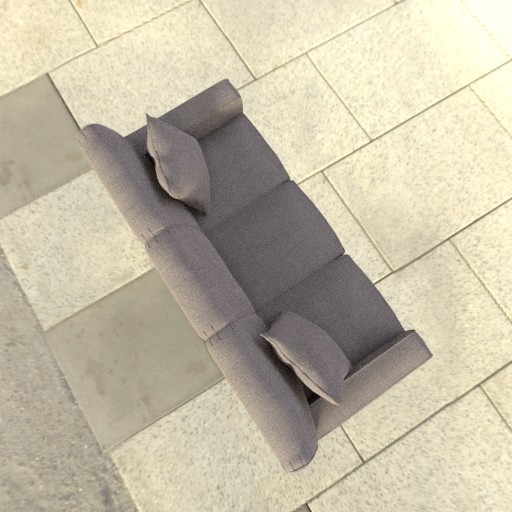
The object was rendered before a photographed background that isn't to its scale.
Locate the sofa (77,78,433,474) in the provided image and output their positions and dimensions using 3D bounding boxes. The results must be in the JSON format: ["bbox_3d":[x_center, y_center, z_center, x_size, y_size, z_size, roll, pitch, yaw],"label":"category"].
[{"bbox_3d":[0.000,0.000,2.618,0.997,0.958,2.024,-33,79,-7],"label":"sofa"}]
